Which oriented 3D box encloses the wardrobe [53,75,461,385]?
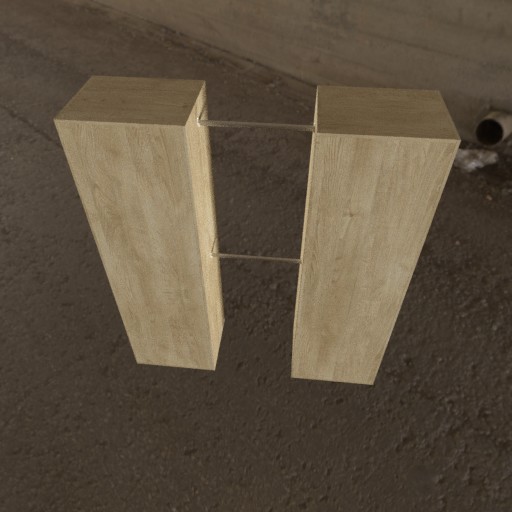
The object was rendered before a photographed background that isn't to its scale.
[{"bbox_3d":[0.000,0.000,2.785,1.770,2.000,0.480,4,45,4],"label":"wardrobe"}]
